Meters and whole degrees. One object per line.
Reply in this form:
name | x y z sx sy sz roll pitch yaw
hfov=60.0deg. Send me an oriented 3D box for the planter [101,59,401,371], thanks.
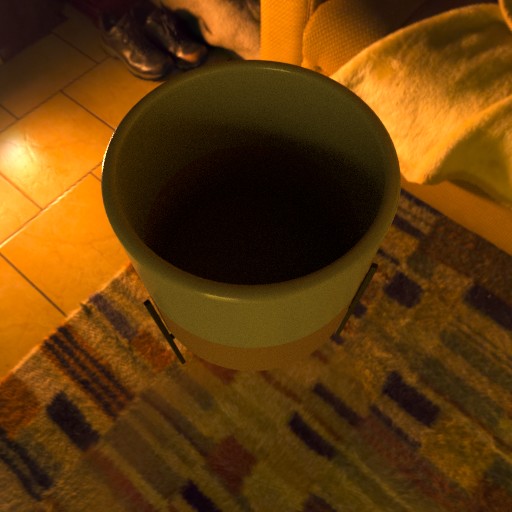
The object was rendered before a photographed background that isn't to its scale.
planter | 0.000 0.000 0.721 0.360 0.480 0.348 18 65 9
